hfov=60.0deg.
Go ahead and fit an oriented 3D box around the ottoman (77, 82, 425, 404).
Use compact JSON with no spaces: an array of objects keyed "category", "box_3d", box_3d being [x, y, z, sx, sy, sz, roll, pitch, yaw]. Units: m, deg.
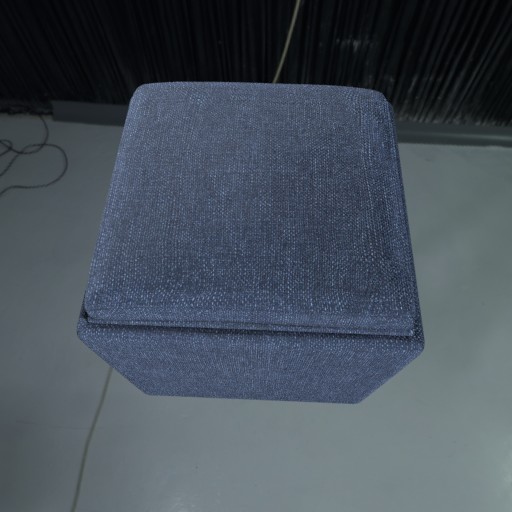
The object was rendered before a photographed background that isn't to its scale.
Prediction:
[{"category":"ottoman","box_3d":[0.000,0.000,0.815,0.454,0.493,0.436,2,63,1]}]
